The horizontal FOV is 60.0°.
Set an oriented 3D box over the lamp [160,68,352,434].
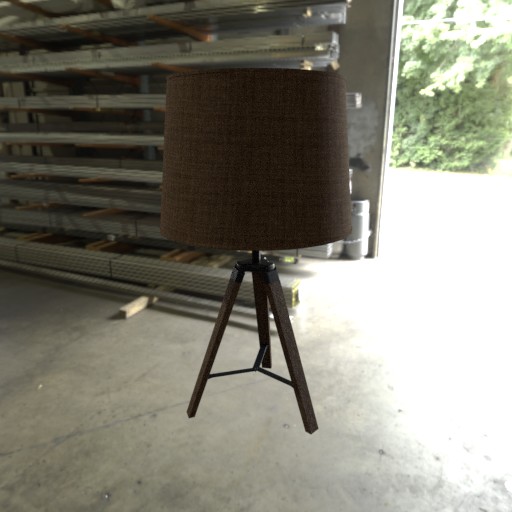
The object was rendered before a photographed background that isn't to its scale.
[{"bbox_3d":[0.000,0.000,0.693,0.290,0.514,0.290,0,16,0],"label":"lamp"}]
